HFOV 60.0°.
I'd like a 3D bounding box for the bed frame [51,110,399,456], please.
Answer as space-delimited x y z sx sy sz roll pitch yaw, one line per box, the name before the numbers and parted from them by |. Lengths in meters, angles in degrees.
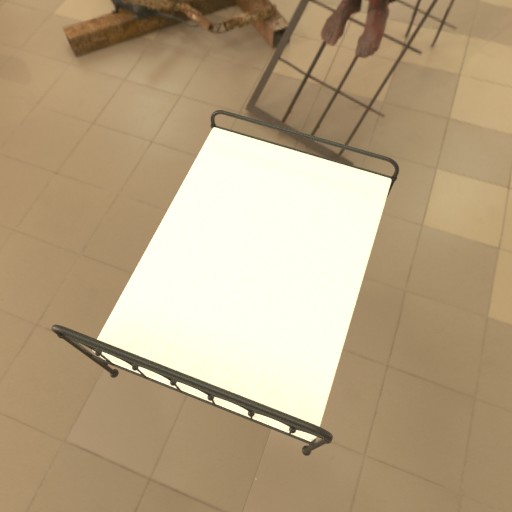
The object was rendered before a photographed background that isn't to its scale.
bed frame | 0.000 0.000 3.261 1.664 1.276 2.203 19 65 9
